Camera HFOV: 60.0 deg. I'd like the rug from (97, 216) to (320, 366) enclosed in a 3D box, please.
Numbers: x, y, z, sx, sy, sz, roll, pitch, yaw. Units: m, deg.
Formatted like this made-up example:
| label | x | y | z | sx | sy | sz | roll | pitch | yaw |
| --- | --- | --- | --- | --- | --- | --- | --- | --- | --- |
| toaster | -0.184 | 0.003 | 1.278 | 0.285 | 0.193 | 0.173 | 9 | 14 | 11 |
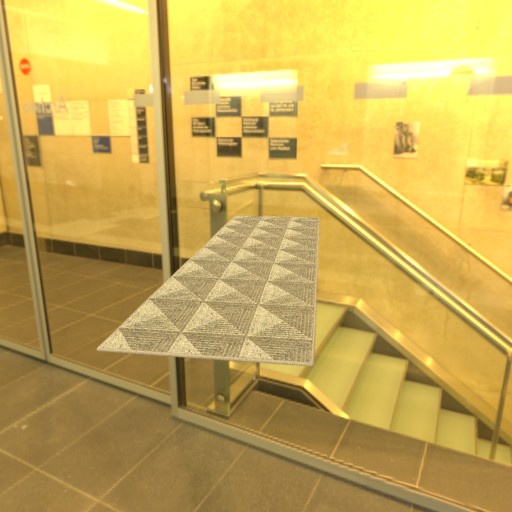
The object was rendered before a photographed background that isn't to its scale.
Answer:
| label | x | y | z | sx | sy | sz | roll | pitch | yaw |
| --- | --- | --- | --- | --- | --- | --- | --- | --- | --- |
| rug | 0.000 | 0.000 | 2.307 | 0.645 | 0.015 | 2.182 | 2 | 16 | 8 |
